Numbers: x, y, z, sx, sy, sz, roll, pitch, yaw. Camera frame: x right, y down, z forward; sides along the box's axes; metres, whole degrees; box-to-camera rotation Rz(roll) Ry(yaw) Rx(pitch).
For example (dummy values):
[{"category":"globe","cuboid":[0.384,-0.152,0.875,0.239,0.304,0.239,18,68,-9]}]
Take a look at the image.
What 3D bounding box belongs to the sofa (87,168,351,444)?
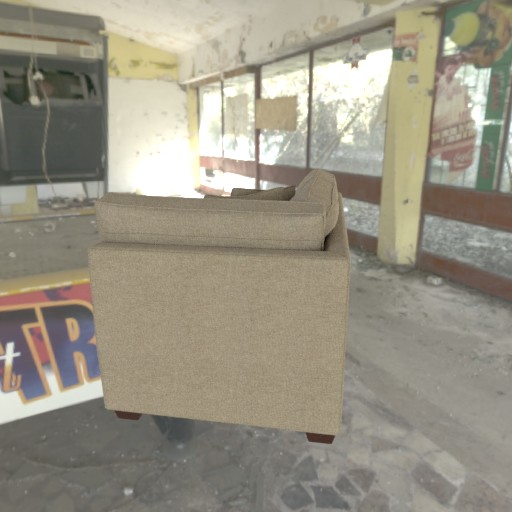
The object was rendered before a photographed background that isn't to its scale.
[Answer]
[{"category":"sofa","cuboid":[0.000,0.000,2.849,1.110,1.019,2.238,3,16,9]}]
